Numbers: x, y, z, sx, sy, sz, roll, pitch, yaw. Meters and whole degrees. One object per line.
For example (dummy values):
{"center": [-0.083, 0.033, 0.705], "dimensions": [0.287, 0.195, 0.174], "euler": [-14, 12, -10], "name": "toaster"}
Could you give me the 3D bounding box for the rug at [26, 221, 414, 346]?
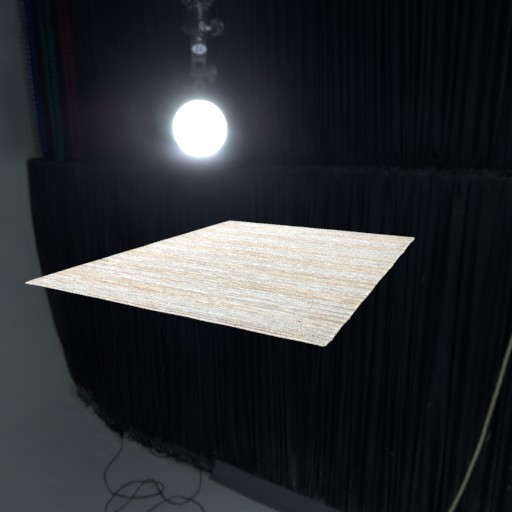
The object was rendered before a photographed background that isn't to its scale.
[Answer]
{"center": [0.000, 0.000, 3.988], "dimensions": [2.313, 0.009, 2.939], "euler": [7, 16, 26], "name": "rug"}
